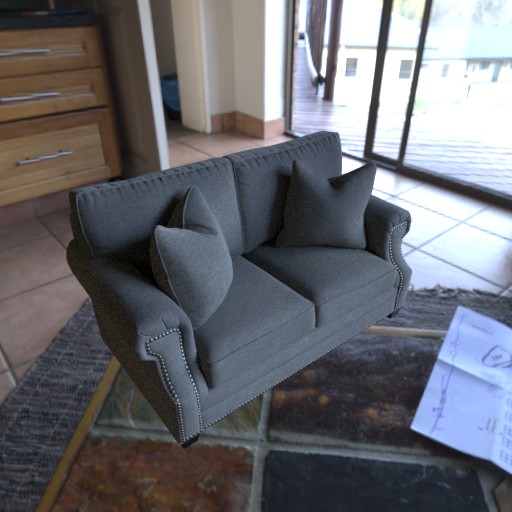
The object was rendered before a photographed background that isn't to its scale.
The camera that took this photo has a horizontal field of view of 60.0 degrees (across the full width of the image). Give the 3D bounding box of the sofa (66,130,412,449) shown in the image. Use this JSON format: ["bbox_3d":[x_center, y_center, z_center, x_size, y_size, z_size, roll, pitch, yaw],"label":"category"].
[{"bbox_3d":[0.000,0.000,2.342,1.701,0.966,0.966,-22,38,-32],"label":"sofa"}]
